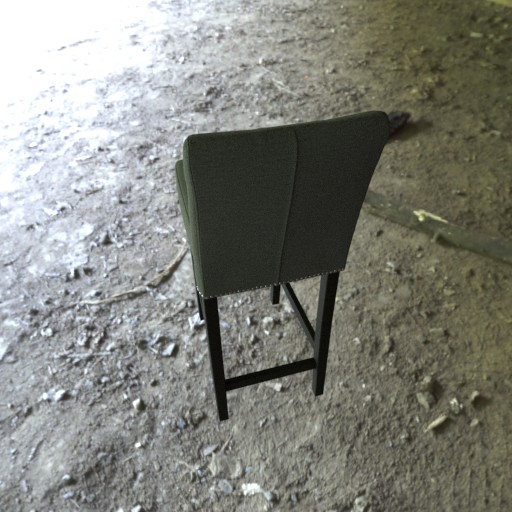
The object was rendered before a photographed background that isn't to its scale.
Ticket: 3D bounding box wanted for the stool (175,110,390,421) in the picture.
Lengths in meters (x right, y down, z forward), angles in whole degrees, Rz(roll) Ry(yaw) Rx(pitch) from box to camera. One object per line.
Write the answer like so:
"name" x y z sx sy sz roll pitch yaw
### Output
"stool" 0.000 0.000 1.332 0.411 1.047 0.548 -11 43 -12
